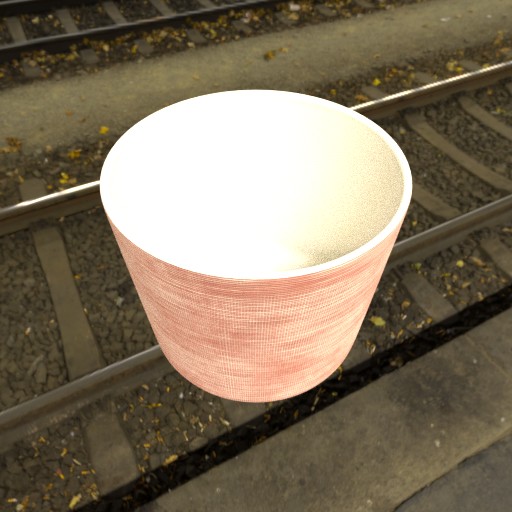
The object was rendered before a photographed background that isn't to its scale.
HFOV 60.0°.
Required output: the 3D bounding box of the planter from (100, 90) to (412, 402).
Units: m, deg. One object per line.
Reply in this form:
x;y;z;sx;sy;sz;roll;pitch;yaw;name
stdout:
0.000;0.000;0.786;0.440;0.398;0.440;0;47;0;planter
